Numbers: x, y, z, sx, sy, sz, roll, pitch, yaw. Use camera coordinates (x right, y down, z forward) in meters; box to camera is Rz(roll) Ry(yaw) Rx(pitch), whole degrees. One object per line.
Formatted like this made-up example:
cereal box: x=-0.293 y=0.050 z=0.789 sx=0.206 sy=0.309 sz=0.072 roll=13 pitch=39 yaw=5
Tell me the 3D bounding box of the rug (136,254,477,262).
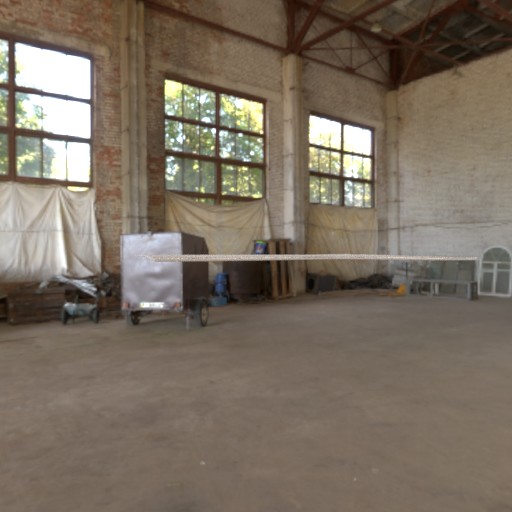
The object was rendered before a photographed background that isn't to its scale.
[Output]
rug: x=0.000 y=0.000 z=2.313 sx=1.162 sy=0.022 sz=1.804 roll=0 pitch=0 yaw=-17
